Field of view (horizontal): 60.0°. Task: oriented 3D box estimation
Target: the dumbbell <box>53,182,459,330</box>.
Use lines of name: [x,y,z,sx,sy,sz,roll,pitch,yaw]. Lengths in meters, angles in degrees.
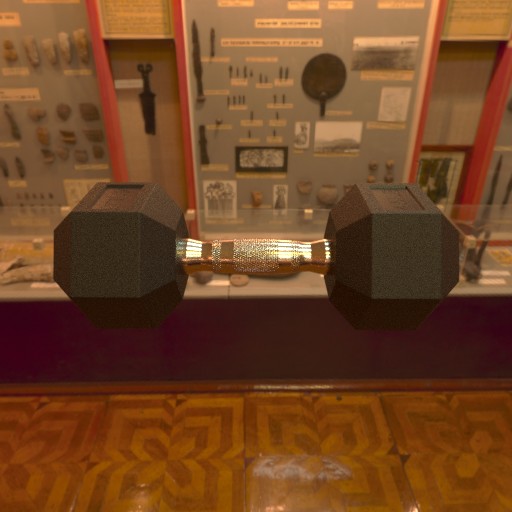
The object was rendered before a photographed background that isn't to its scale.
dumbbell: [0.000,0.000,0.426,0.356,0.123,0.141,0,30,0]
